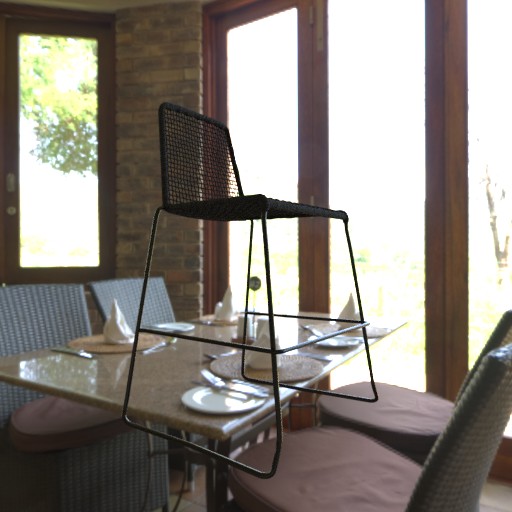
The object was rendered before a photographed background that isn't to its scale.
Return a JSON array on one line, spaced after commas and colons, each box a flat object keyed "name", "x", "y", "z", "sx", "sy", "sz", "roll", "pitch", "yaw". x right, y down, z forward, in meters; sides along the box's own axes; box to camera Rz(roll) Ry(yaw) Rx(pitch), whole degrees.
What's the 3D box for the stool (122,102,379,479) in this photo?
[{"name": "stool", "x": 0.000, "y": 0.000, "z": 1.264, "sx": 0.509, "sy": 0.905, "sz": 0.590, "roll": 0, "pitch": 0, "yaw": 36}]
